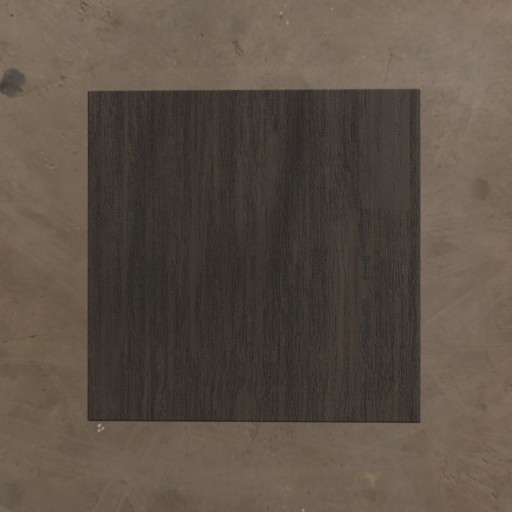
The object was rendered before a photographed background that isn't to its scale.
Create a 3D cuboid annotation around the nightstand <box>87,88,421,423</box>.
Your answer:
[{"bbox_3d":[0.000,0.000,0.913,0.503,0.497,0.502,0,90,1],"label":"nightstand"}]
